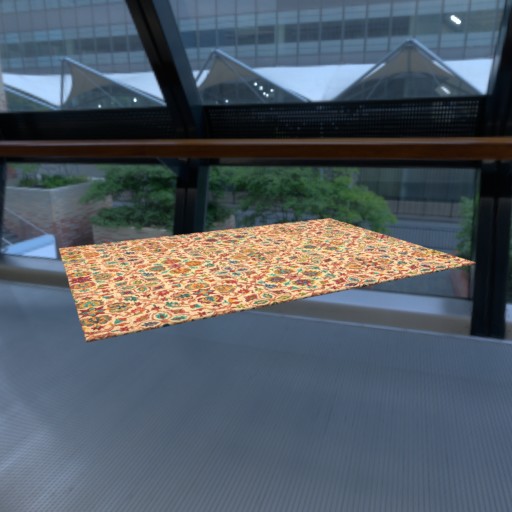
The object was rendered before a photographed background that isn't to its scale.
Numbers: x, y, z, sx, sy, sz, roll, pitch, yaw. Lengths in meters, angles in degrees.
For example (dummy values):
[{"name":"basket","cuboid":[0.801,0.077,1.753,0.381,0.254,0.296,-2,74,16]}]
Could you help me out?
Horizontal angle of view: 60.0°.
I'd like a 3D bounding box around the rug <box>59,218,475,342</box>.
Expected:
[{"name":"rug","cuboid":[0.000,0.000,2.336,1.838,0.013,1.226,-8,18,-26]}]
